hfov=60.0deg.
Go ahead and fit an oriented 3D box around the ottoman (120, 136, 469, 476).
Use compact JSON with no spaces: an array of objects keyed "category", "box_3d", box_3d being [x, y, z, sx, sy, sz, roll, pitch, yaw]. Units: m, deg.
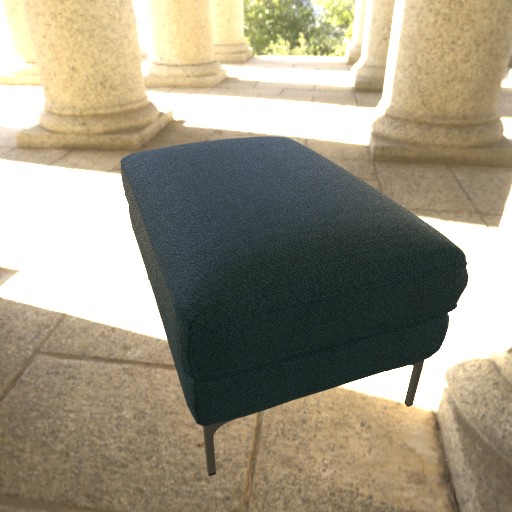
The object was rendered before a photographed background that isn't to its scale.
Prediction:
[{"category":"ottoman","box_3d":[0.000,0.000,1.156,0.563,0.498,0.856,-11,33,-18]}]
